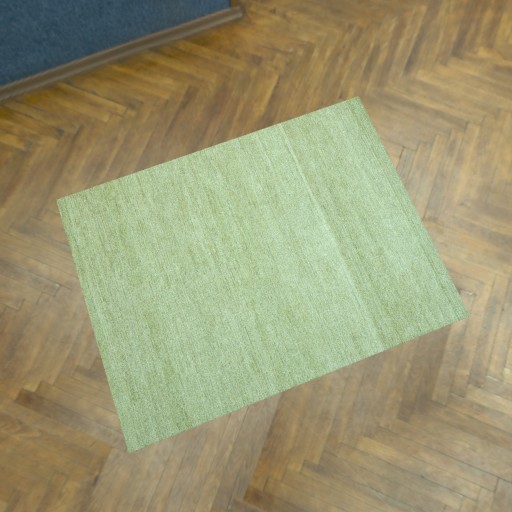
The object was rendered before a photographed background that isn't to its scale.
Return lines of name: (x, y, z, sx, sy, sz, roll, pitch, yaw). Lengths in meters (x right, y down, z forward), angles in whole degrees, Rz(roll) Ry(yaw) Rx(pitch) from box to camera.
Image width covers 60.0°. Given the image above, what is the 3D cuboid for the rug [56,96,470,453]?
rug: (0.000, 0.000, 4.133, 3.198, 0.016, 2.425, -20, 76, -5)
